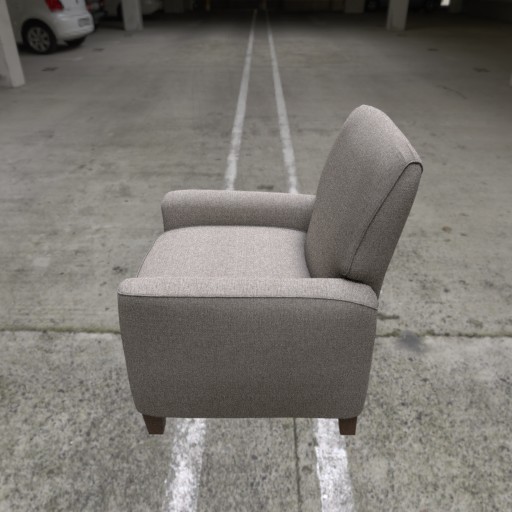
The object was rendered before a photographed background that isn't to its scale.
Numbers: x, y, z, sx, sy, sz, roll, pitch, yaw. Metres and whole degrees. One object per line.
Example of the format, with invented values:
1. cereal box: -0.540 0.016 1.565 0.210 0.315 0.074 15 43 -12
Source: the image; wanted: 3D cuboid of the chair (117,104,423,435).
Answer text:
1. chair: 0.000 0.000 1.624 0.864 1.014 0.848 0 29 0
